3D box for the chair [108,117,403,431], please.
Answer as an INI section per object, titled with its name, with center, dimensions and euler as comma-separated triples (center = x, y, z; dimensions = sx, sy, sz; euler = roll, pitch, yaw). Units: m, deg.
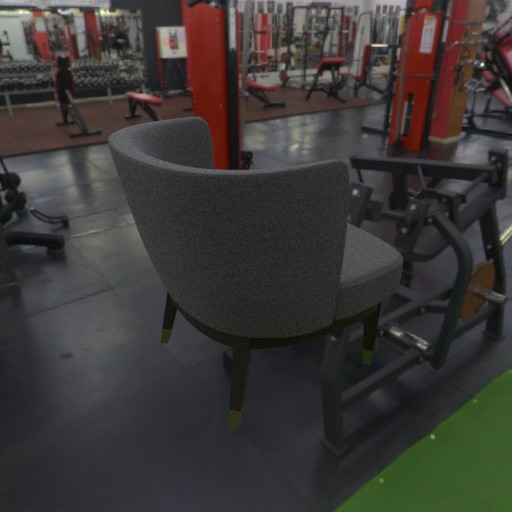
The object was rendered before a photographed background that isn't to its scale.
[chair]
center = 0.000, 0.000, 1.275
dimensions = 0.698, 0.695, 0.639
euler = -17, 32, -30
